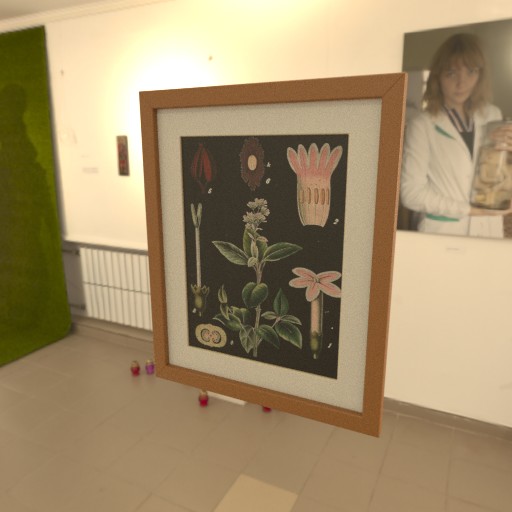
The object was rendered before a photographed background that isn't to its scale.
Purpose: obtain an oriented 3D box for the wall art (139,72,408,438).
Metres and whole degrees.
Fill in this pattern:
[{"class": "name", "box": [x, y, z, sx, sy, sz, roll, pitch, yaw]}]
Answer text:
[{"class": "wall art", "box": [0.000, 0.000, 0.518, 0.310, 0.379, 0.015, 7, 15, 25]}]
